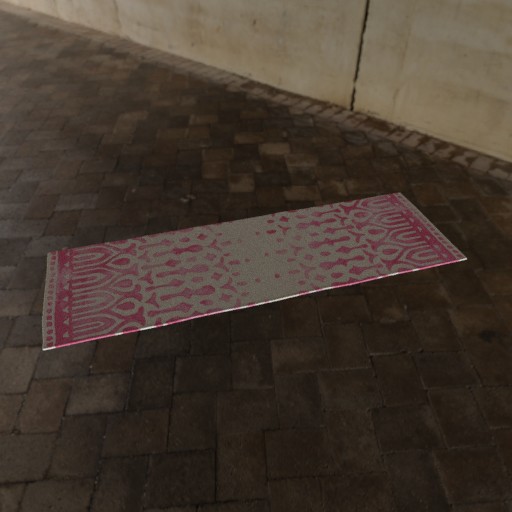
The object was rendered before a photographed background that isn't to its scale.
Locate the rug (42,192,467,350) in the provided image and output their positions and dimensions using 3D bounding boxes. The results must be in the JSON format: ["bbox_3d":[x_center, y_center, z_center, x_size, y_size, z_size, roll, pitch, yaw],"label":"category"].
[{"bbox_3d":[0.000,0.000,2.722,2.458,0.011,0.787,-11,42,-12],"label":"rug"}]
